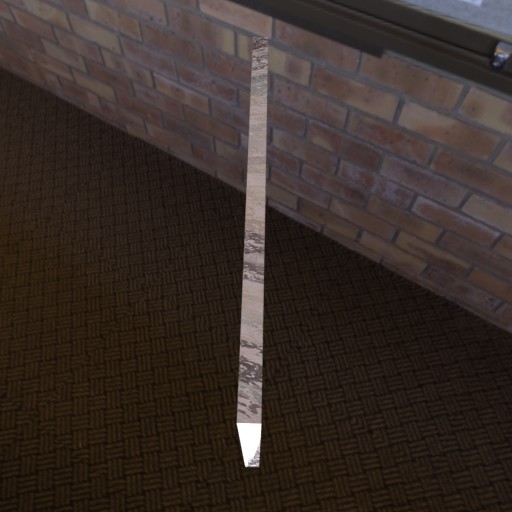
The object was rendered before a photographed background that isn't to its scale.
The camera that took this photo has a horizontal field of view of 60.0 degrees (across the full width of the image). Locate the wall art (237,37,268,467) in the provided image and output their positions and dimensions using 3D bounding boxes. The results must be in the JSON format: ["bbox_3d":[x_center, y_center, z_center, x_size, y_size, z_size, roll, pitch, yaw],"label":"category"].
[{"bbox_3d":[0.000,0.000,1.131,0.038,0.598,0.919,1,59,1],"label":"wall art"}]
